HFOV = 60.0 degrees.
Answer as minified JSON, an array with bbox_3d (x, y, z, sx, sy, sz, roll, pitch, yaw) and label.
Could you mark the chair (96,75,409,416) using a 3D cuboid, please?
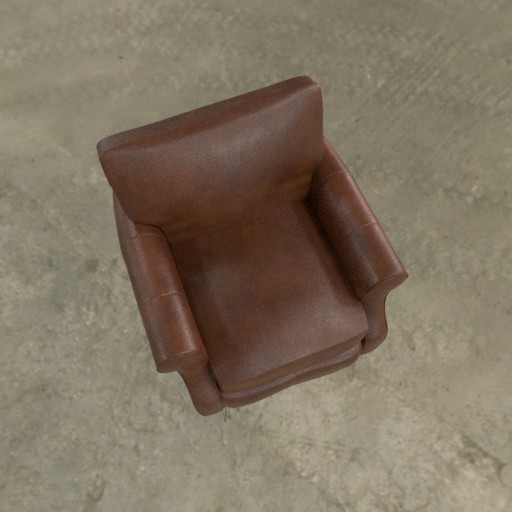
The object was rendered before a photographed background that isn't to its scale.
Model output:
[{"bbox_3d":[0.000,0.000,1.799,0.989,0.972,0.992,-19,65,-9],"label":"chair"}]
